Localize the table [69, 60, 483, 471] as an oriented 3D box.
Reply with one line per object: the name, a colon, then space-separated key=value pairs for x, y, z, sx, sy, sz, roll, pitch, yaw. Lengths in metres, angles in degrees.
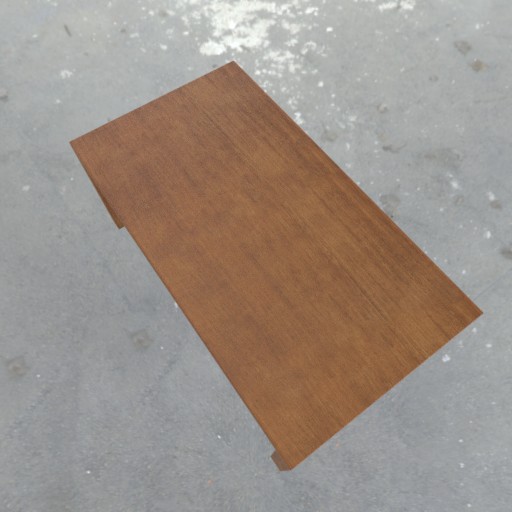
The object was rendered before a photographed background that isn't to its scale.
table: x=0.000 y=0.000 z=1.296 sx=0.549 sy=0.419 sz=1.000 roll=-33 pitch=68 yaw=-15
